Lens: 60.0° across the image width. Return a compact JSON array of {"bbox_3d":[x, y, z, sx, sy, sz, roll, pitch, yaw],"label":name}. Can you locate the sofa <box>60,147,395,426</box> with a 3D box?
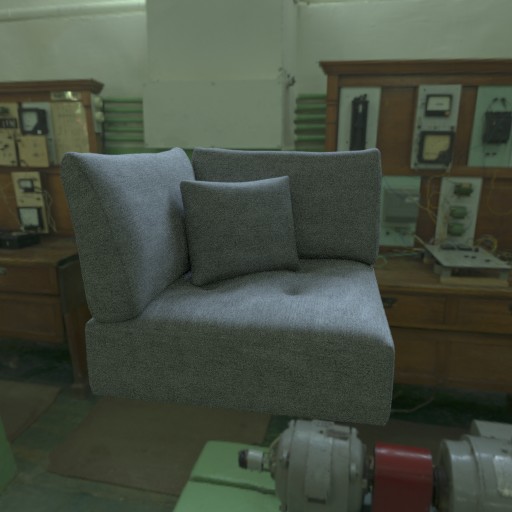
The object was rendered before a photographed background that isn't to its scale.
[{"bbox_3d":[0.000,0.000,1.741,1.000,0.820,1.000,3,15,10],"label":"sofa"}]
